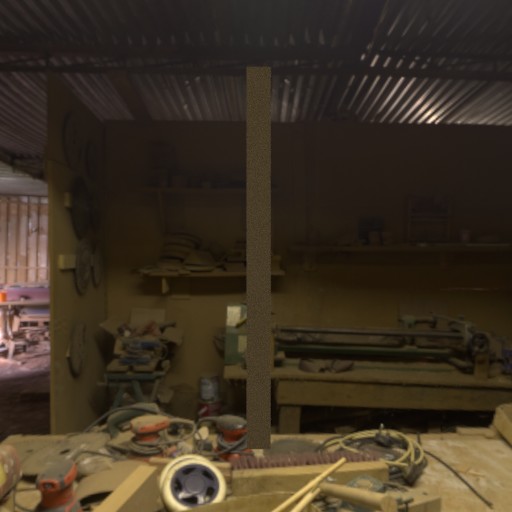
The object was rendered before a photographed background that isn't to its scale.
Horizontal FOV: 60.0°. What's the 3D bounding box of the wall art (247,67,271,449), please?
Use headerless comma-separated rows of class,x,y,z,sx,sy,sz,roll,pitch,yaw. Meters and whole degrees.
wall art,0.000,0.000,1.162,0.038,0.609,0.914,0,1,-1
